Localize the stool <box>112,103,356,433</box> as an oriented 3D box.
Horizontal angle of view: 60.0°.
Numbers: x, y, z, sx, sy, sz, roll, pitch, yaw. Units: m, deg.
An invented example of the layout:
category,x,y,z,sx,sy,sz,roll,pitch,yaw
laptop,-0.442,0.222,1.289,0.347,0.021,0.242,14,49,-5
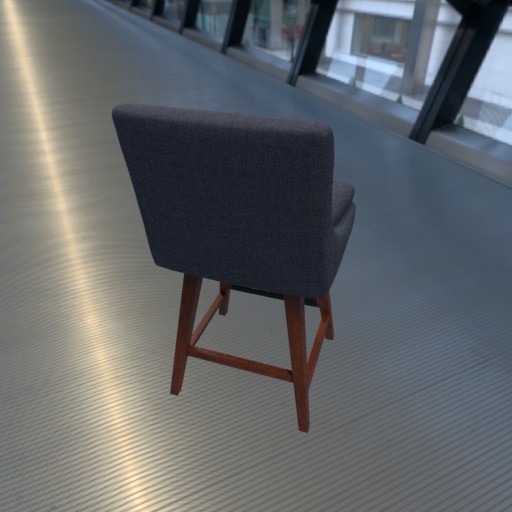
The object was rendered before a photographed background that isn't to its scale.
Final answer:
category,x,y,z,sx,sy,sz,roll,pitch,yaw
stool,0.000,0.000,1.209,0.467,0.895,0.524,10,35,15
